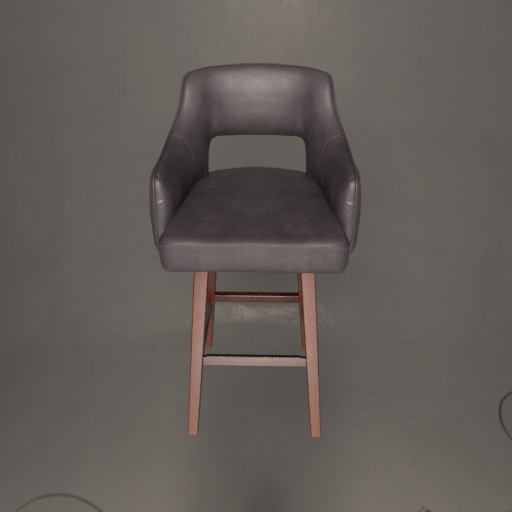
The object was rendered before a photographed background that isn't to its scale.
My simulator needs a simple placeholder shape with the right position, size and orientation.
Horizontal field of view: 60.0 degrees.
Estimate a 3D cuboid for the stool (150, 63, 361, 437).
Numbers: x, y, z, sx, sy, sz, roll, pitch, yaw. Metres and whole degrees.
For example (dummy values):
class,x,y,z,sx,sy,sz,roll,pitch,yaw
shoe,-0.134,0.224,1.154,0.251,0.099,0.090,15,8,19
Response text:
class,x,y,z,sx,sy,sz,roll,pitch,yaw
stool,0.000,0.000,1.374,0.550,1.041,0.560,1,30,1
